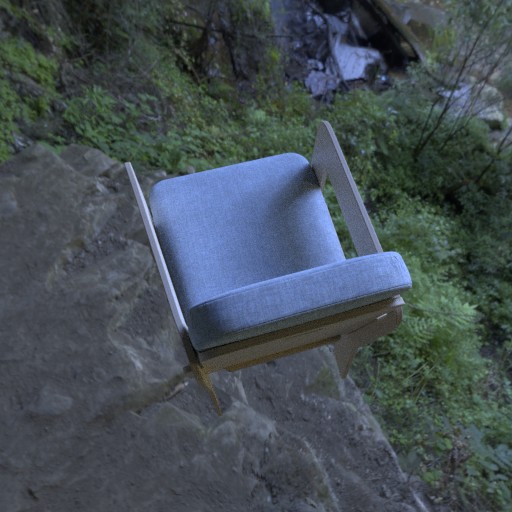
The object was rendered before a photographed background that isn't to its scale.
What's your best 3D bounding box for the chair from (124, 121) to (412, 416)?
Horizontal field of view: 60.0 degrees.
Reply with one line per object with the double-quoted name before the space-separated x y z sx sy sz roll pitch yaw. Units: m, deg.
"chair" 0.000 0.000 1.254 0.590 0.800 0.710 -14 60 -8
